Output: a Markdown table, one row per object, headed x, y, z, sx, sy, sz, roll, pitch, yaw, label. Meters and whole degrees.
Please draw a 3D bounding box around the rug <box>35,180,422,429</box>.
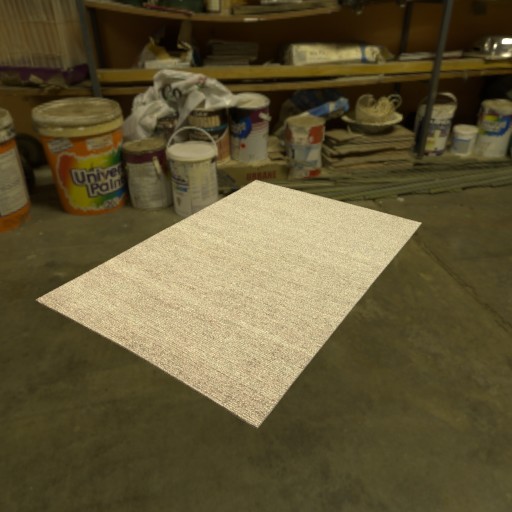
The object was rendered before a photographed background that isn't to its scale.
| x | y | z | sx | sy | sz | roll | pitch | yaw | label |
| --- | --- | --- | --- | --- | --- | --- | --- | --- | --- |
| 0.000 | 0.000 | 3.091 | 1.609 | 0.030 | 2.342 | 20 | 37 | 29 | rug |
